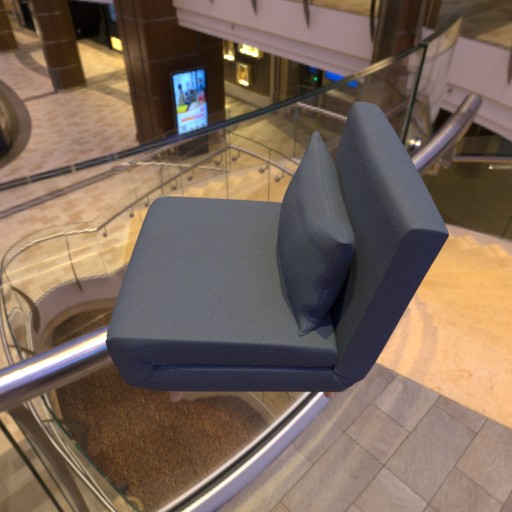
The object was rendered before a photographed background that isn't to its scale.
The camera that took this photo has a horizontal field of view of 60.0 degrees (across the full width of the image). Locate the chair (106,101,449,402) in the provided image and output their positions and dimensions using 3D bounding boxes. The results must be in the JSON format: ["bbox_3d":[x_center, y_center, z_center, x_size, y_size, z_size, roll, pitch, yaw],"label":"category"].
[{"bbox_3d":[0.000,0.000,1.529,0.900,0.808,0.770,0,40,0],"label":"chair"}]
